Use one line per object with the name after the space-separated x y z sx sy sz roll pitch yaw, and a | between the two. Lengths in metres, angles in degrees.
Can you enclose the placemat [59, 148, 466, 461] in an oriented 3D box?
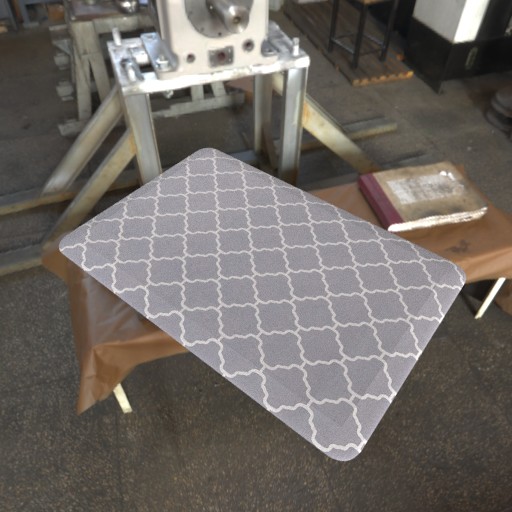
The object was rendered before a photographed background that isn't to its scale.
0.000 0.000 0.959 0.762 0.021 0.508 30 54 25 | placemat
